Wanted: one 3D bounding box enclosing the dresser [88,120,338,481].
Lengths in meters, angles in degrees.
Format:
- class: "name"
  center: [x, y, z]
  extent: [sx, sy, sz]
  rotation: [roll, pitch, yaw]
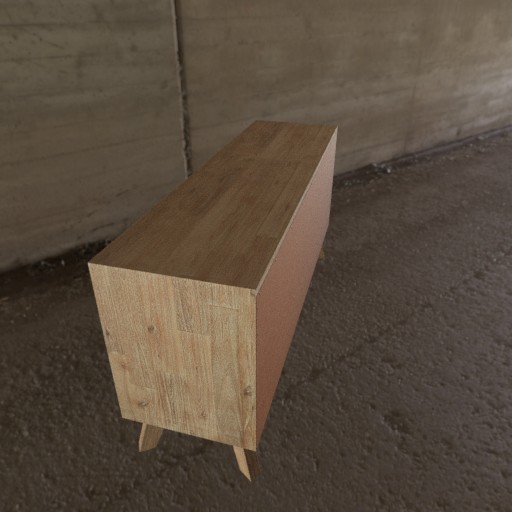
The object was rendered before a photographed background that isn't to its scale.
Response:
- class: "dresser"
  center: [0.000, 0.000, 1.960]
  extent: [0.455, 0.788, 1.602]
  rotation: [8, 31, 14]
